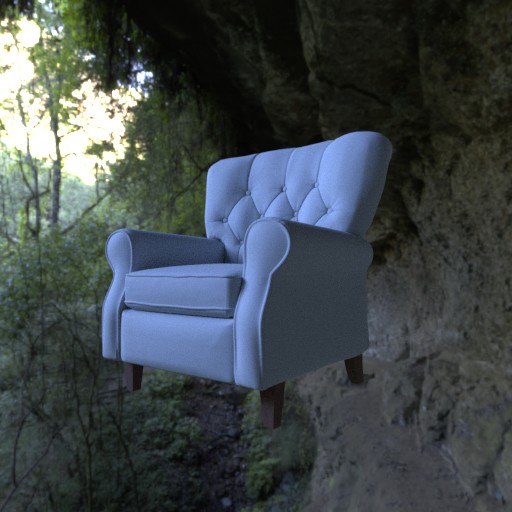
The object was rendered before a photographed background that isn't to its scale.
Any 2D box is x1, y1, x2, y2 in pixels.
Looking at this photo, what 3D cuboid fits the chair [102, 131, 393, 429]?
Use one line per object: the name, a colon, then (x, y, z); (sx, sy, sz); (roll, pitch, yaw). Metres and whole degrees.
chair: (0.000, 0.000, 2.124); (1.090, 1.217, 1.128); (-1, -2, 37)
